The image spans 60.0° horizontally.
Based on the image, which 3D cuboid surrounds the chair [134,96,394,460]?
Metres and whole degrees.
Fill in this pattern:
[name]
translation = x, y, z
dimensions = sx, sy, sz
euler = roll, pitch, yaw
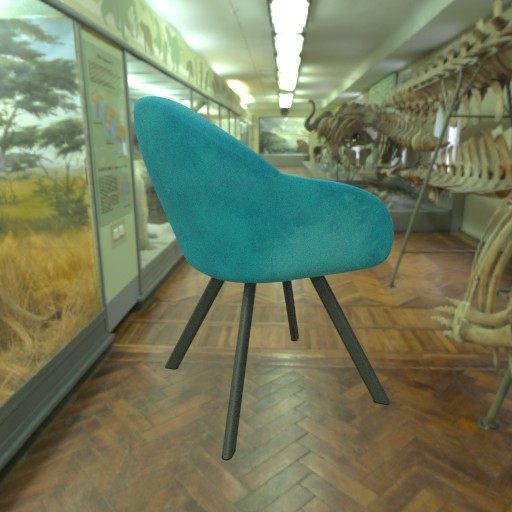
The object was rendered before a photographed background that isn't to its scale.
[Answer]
[chair]
translation = 0.000, 0.000, 1.200
dimensions = 0.590, 0.795, 0.550
euler = -7, 16, -26
